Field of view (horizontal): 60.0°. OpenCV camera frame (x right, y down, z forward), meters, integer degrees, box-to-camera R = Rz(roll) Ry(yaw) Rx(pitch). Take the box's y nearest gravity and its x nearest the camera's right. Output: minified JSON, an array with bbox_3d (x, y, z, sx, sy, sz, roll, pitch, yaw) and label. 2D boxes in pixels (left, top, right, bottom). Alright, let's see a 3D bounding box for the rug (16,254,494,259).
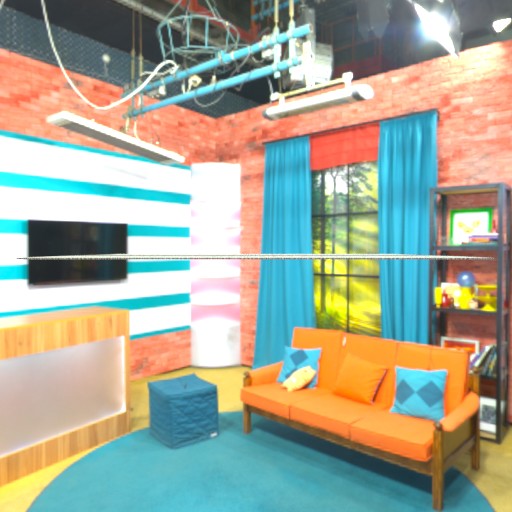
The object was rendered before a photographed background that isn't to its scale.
[{"bbox_3d":[0.000,0.000,2.282,1.815,0.007,1.226,0,1,0],"label":"rug"}]
